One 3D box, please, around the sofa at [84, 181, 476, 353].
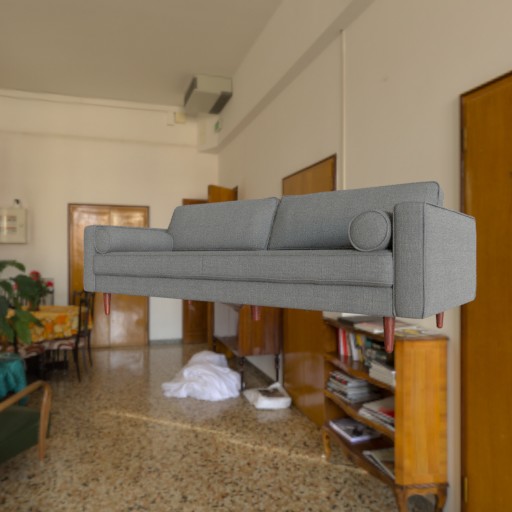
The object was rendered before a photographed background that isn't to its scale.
[{"bbox_3d":[0.000,0.000,2.597,2.198,0.762,0.914,0,0,37],"label":"sofa"}]
